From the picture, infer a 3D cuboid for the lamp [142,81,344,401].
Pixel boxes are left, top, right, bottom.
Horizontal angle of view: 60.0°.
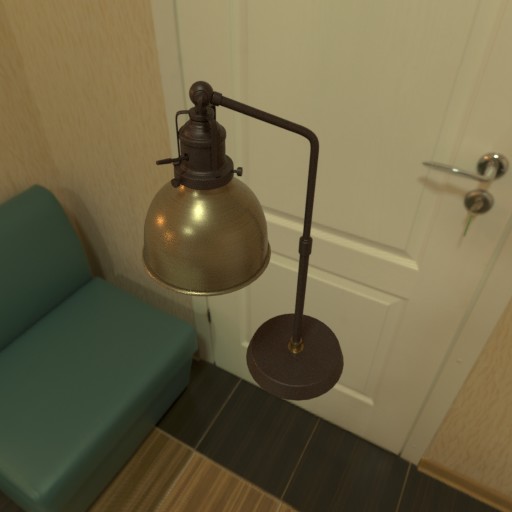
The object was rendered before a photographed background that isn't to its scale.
[{"bbox_3d":[0.000,0.000,0.598,0.298,0.469,0.175,0,42,0],"label":"lamp"}]
